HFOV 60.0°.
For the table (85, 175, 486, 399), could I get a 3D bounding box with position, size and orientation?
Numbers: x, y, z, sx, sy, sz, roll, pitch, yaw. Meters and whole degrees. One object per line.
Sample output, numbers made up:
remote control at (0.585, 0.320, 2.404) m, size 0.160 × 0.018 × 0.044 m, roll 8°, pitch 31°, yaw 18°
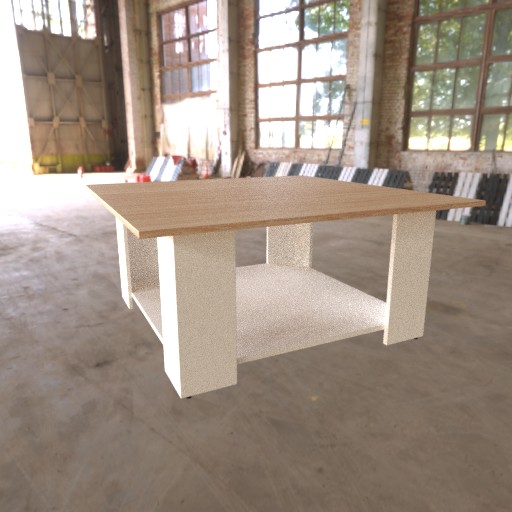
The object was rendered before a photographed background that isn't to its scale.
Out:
table at (0.000, 0.000, 1.050) m, size 0.670 × 0.305 × 0.670 m, roll -7°, pitch 17°, yaw -25°
